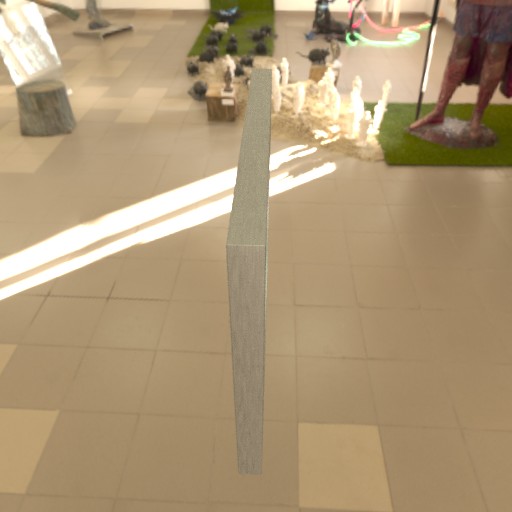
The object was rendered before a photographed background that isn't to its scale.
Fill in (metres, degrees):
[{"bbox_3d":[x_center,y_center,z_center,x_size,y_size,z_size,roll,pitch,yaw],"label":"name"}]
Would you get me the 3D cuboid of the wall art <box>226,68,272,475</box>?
[{"bbox_3d":[0.000,0.000,0.545,0.028,0.330,0.380,1,39,2],"label":"wall art"}]
